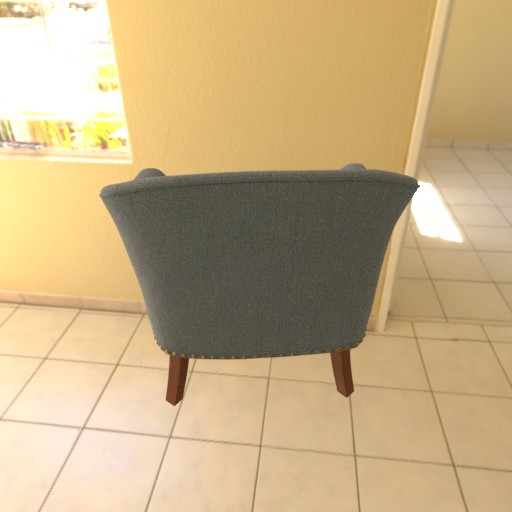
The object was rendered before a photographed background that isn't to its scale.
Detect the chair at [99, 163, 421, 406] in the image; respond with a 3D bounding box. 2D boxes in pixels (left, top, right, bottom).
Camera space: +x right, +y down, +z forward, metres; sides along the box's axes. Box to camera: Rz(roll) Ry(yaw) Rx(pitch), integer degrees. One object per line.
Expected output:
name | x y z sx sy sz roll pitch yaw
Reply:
chair | 0.000 0.000 1.405 0.798 0.815 0.704 -2 32 -2
